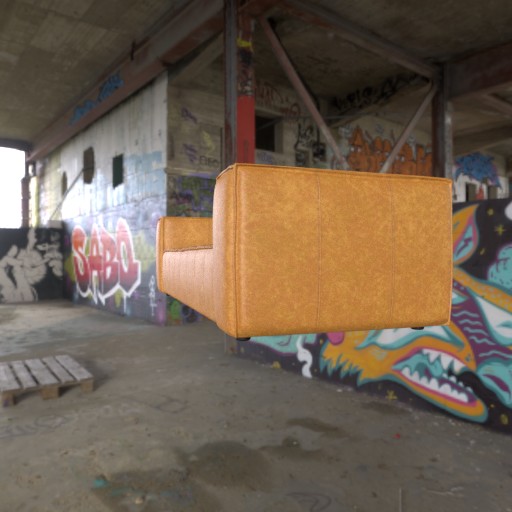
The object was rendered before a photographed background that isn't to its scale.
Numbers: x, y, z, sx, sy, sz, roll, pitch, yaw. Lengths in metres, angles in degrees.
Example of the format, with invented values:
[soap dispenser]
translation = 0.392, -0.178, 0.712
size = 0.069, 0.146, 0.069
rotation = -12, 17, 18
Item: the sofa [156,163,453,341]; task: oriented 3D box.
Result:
[sofa]
translation = 0.000, 0.000, 3.022
size = 1.102, 0.701, 2.581
rotation = 0, 0, -19
